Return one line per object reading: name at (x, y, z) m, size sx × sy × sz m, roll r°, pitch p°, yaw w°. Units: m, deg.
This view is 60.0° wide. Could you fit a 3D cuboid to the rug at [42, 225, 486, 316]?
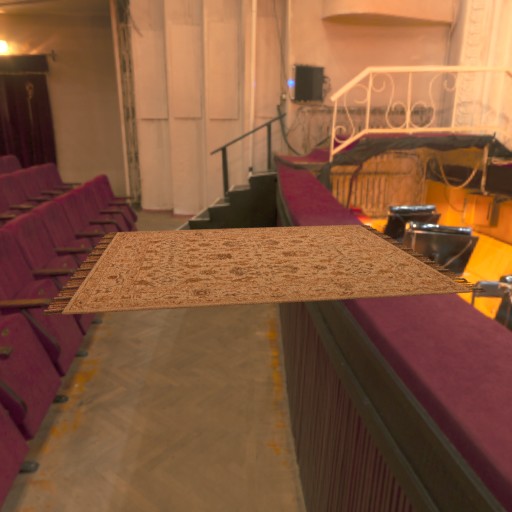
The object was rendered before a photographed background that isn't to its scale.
rug at (0.000, 0.000, 2.297) m, size 1.726 × 0.009 × 1.278 m, roll -2°, pitch 16°, yaw -8°
